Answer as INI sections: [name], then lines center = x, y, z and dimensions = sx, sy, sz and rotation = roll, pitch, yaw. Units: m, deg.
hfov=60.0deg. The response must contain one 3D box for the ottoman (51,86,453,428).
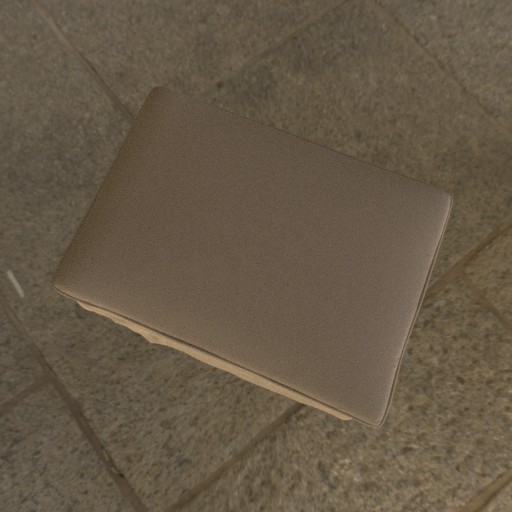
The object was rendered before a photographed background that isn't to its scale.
[ottoman]
center = 0.000, 0.000, 1.342
dimensions = 0.959, 0.482, 0.721
rotation = 22, 77, 5
